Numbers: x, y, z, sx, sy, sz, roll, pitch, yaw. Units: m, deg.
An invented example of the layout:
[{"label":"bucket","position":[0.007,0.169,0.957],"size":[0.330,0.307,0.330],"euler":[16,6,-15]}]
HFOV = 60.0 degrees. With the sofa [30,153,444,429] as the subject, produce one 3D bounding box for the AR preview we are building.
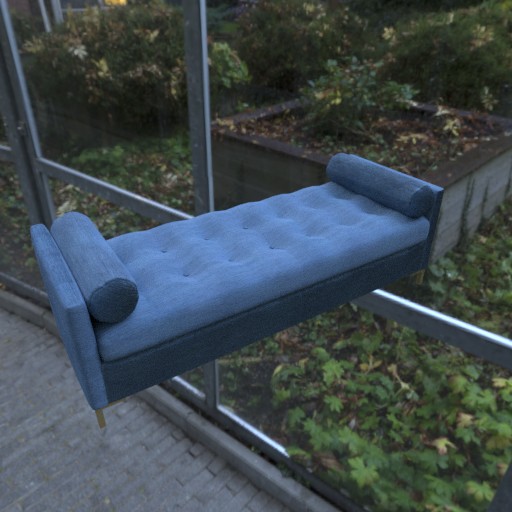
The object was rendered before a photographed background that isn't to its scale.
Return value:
[{"label":"sofa","position":[0.000,0.000,2.460],"size":[2.102,0.705,0.796],"euler":[-18,35,-28]}]
